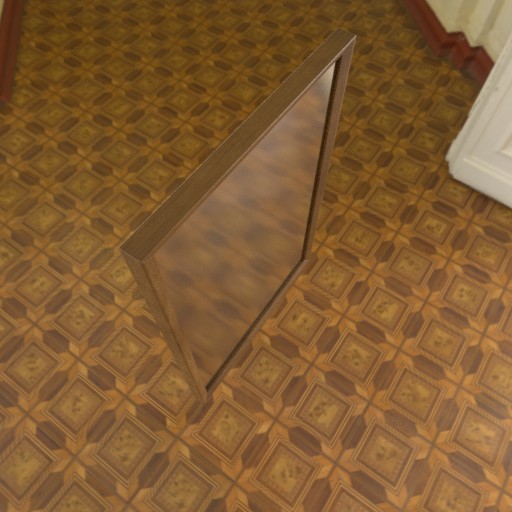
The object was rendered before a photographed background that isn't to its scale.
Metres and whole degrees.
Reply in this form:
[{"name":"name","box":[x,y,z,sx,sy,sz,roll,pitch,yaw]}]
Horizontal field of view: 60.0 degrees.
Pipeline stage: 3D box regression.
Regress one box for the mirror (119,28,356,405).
[{"name":"mirror","box":[0.000,0.000,0.909,0.039,0.711,0.508,31,64,17]}]
